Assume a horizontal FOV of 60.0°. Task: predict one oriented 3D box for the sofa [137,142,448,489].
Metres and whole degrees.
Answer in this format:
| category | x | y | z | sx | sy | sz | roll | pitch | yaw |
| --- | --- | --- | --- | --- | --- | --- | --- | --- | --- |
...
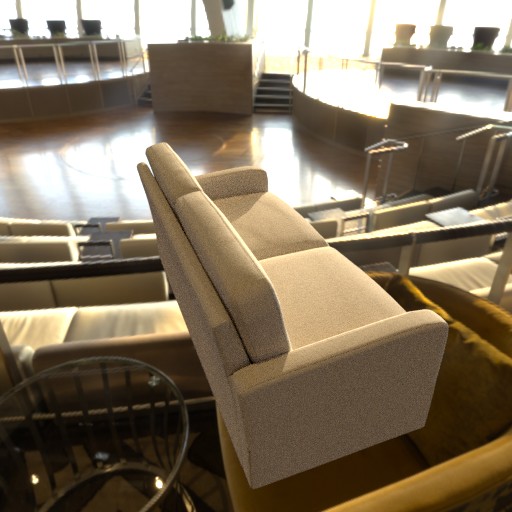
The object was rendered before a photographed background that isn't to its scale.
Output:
| category | x | y | z | sx | sy | sz | roll | pitch | yaw |
| --- | --- | --- | --- | --- | --- | --- | --- | --- | --- |
| sofa | 0.000 | 0.000 | 2.237 | 0.894 | 0.831 | 1.808 | -11 | 32 | -18 |
